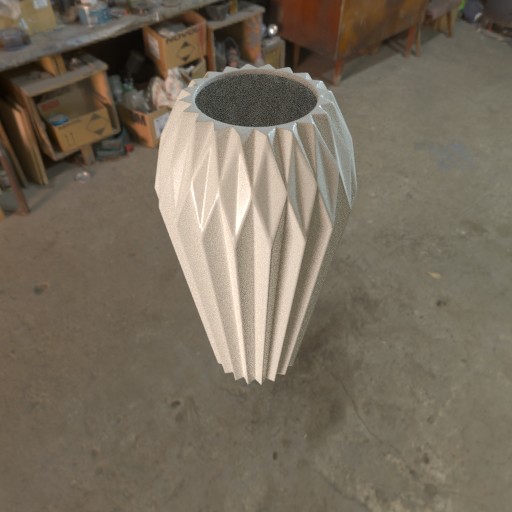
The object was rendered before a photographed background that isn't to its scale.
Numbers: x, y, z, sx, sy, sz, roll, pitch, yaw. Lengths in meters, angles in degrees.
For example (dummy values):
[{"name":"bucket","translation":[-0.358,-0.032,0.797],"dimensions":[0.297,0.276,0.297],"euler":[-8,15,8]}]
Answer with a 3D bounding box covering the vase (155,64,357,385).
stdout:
[{"name":"vase","translation":[0.000,0.000,0.347],"dimensions":[0.133,0.263,0.133],"euler":[0,46,0]}]
